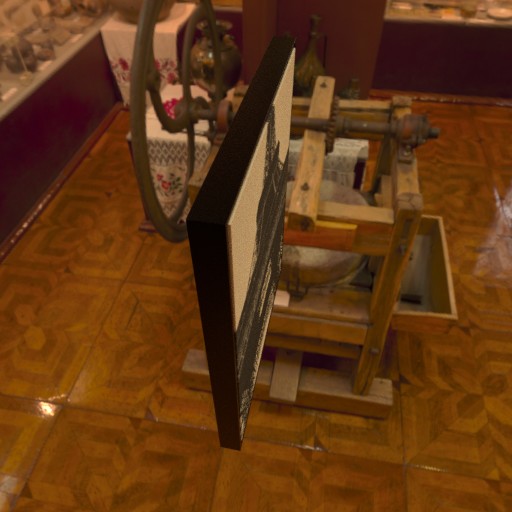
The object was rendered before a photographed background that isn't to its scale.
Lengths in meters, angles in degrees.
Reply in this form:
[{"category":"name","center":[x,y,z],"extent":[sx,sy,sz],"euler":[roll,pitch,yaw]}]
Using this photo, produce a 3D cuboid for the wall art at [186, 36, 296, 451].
[{"category":"wall art","center":[0.000,0.000,0.756],"extent":[0.039,0.553,0.451],"euler":[9,47,8]}]
